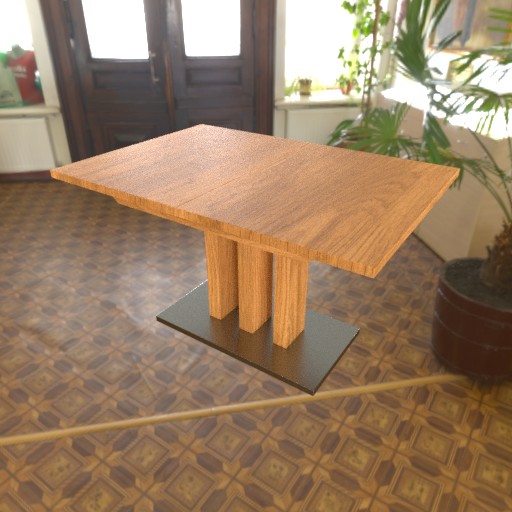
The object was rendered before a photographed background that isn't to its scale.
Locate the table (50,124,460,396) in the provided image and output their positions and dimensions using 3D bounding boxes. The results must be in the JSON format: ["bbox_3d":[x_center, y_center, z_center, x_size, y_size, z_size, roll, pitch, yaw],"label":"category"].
[{"bbox_3d":[0.000,0.000,1.898,1.300,0.770,0.900,18,34,29],"label":"table"}]
